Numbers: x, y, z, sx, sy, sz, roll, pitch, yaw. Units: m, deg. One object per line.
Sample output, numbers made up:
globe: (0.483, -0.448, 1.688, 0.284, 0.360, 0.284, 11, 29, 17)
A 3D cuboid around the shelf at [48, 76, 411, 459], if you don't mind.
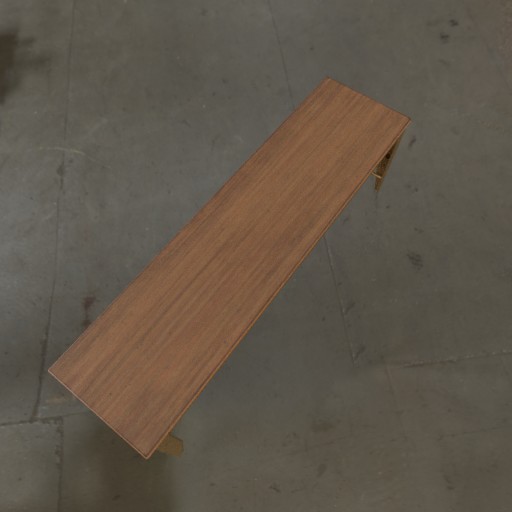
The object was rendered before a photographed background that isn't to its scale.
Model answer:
shelf: (0.000, 0.000, 0.722, 0.166, 0.190, 0.636, 34, 68, 16)
